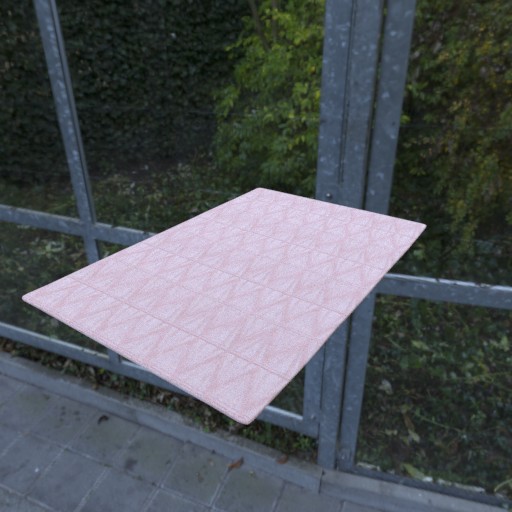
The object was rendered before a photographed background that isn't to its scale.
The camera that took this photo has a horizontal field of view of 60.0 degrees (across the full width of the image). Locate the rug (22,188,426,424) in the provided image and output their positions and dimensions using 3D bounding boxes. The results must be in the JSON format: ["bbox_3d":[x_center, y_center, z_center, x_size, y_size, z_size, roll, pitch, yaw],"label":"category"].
[{"bbox_3d":[0.000,0.000,2.980,1.609,0.015,2.390,18,32,31],"label":"rug"}]
